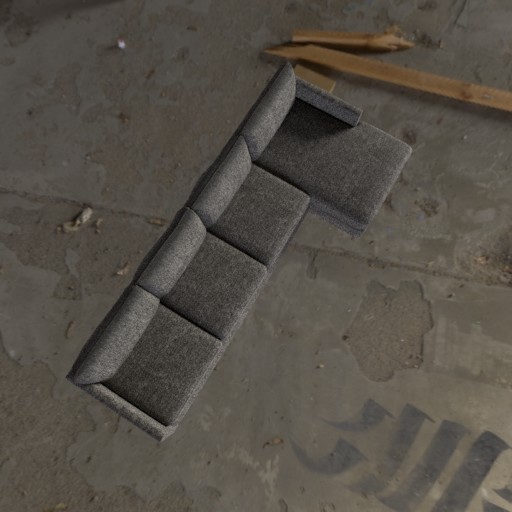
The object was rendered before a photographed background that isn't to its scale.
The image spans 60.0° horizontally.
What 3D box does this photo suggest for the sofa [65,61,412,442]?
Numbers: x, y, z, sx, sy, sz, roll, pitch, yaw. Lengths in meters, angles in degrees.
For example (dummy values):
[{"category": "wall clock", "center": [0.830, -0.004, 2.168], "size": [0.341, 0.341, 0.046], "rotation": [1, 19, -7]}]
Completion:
[{"category": "sofa", "center": [0.000, 0.000, 3.996], "size": [1.488, 0.970, 3.384], "rotation": [30, 77, 8]}]
